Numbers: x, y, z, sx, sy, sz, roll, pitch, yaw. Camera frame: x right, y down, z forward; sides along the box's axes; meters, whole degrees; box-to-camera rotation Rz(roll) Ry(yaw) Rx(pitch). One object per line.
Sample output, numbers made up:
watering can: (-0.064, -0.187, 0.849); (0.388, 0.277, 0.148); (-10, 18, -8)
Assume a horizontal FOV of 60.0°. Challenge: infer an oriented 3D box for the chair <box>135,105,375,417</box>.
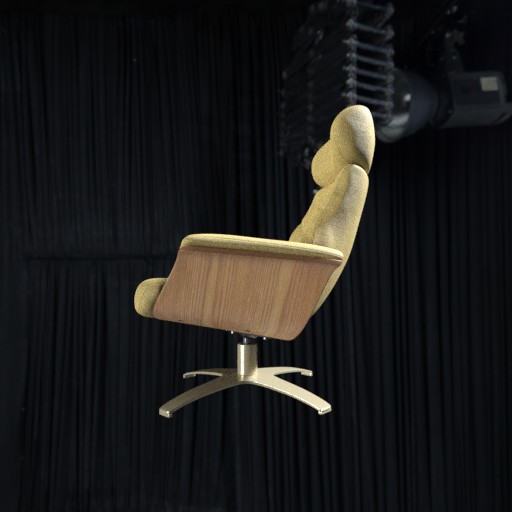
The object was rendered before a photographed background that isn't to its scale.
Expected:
chair: (0.000, 0.000, 1.639); (0.837, 0.995, 0.785); (0, -2, -1)
